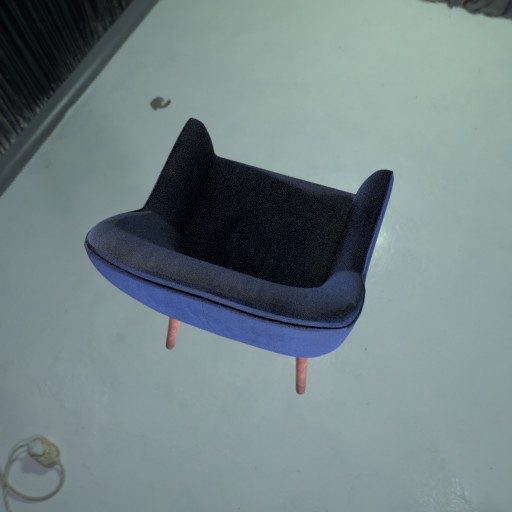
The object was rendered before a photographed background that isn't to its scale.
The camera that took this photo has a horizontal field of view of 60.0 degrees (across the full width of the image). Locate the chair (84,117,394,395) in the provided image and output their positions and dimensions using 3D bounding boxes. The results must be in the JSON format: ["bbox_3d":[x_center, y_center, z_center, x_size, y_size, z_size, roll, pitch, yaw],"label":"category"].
[{"bbox_3d":[0.000,0.000,1.244,0.600,0.820,0.600,17,66,8],"label":"chair"}]
